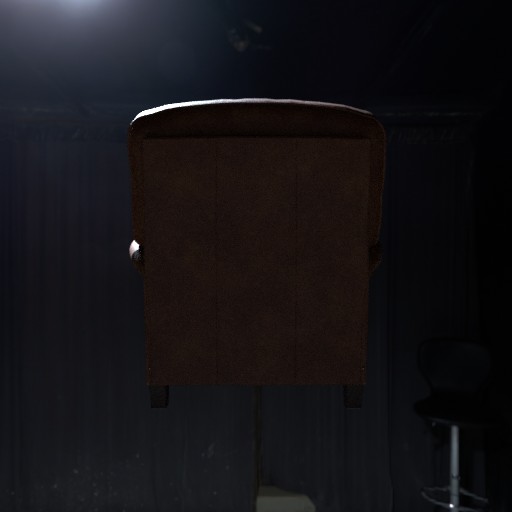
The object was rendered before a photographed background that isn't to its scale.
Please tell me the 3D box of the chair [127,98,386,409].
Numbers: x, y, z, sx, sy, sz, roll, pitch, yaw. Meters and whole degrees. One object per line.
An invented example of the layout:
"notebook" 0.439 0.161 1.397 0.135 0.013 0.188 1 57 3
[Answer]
"chair" 0.000 0.000 1.779 0.936 1.018 0.986 0 -1 0
